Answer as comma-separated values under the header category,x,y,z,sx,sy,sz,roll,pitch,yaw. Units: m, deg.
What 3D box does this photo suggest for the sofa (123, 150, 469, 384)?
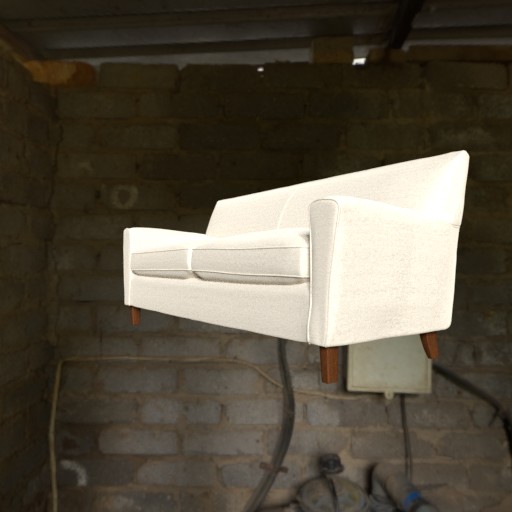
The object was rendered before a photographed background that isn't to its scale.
category,x,y,z,sx,sy,sz,roll,pitch,yaw
sofa,0.000,0.000,2.468,0.841,0.907,2.001,1,-1,-37
